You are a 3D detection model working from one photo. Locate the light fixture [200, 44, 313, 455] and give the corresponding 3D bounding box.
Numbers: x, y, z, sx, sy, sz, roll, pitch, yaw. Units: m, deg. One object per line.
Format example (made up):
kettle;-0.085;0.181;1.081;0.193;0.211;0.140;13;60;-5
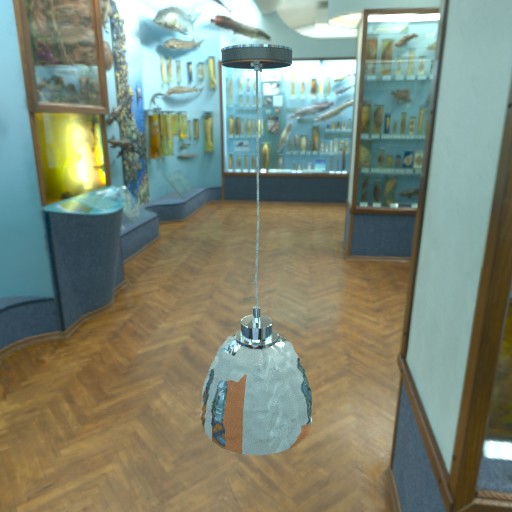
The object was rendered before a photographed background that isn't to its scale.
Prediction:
light fixture;0.000;0.000;1.776;0.500;1.511;0.496;3;17;9
